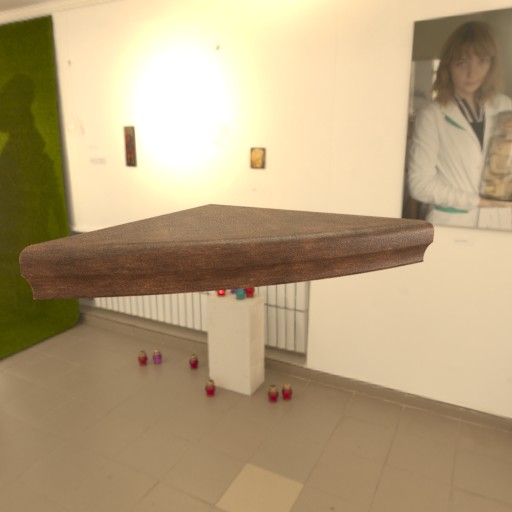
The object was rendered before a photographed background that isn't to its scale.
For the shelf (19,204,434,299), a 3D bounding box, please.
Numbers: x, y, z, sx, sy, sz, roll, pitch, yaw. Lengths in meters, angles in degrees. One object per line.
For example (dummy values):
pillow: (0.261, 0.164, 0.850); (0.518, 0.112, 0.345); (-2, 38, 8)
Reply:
shelf: (0.000, 0.000, 0.456); (0.310, 0.050, 0.310); (7, 16, 26)
